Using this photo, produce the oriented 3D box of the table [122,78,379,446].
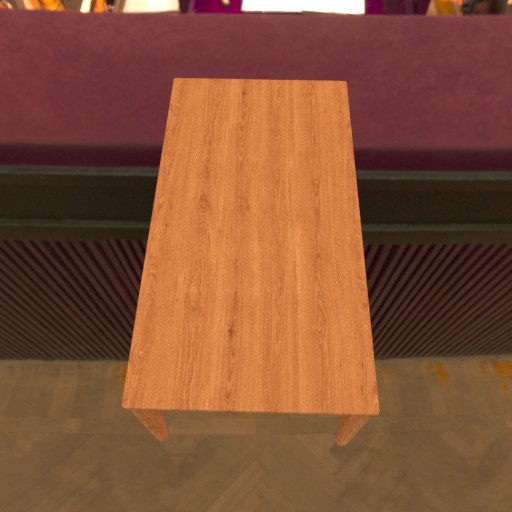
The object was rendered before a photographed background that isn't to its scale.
[{"bbox_3d":[0.000,0.000,2.131,0.900,0.760,1.600,1,62,1],"label":"table"}]
